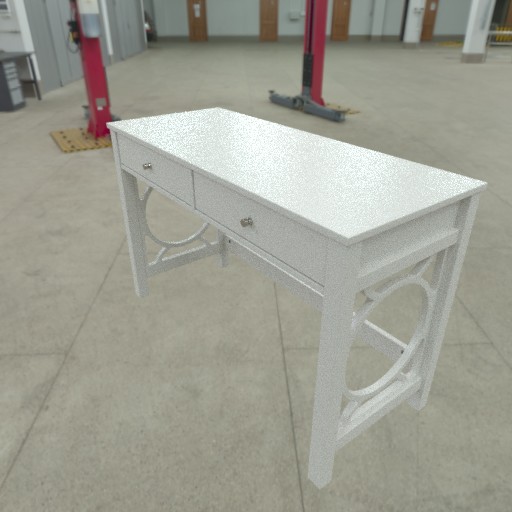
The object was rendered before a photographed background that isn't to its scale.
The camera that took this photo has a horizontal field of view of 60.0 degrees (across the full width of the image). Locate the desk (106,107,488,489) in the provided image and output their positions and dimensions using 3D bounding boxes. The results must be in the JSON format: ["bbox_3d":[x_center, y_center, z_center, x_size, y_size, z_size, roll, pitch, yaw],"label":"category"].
[{"bbox_3d":[0.000,0.000,1.536,0.504,0.762,1.191,-20,35,-32],"label":"desk"}]
